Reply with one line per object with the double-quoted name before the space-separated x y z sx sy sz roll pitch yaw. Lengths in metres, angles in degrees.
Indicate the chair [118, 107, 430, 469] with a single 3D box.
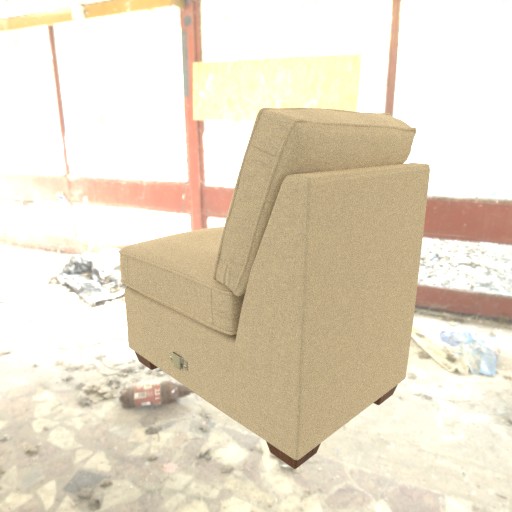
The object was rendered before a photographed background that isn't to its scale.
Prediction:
"chair" 0.000 0.000 1.576 0.621 0.970 0.938 -15 21 -42
